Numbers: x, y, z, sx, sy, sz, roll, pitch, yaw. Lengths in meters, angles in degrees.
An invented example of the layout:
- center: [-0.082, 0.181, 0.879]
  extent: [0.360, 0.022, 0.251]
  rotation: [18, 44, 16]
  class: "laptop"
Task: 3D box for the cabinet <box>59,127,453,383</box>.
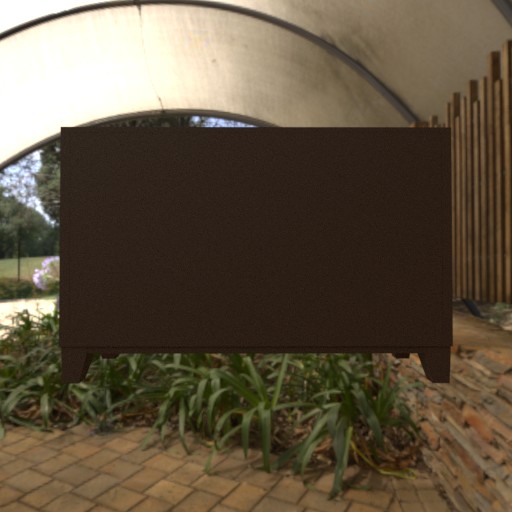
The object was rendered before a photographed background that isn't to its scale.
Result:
- center: [0.000, 0.000, 1.817]
  extent: [1.396, 0.914, 0.482]
  rotation: [0, -1, 0]
  class: "cabinet"
